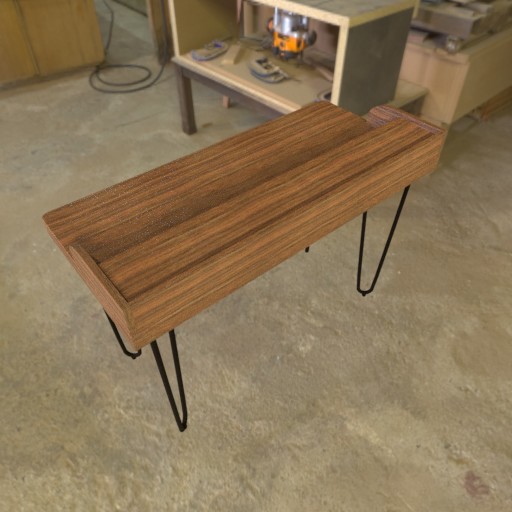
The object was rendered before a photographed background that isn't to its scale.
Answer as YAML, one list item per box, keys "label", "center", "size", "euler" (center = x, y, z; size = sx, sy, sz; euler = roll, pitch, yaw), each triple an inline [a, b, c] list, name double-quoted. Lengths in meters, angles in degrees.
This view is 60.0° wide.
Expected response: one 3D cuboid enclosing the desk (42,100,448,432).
- label: "desk"
  center: [0.000, 0.000, 1.662]
  size: [1.200, 0.854, 0.565]
  euler: [-30, 52, -27]
